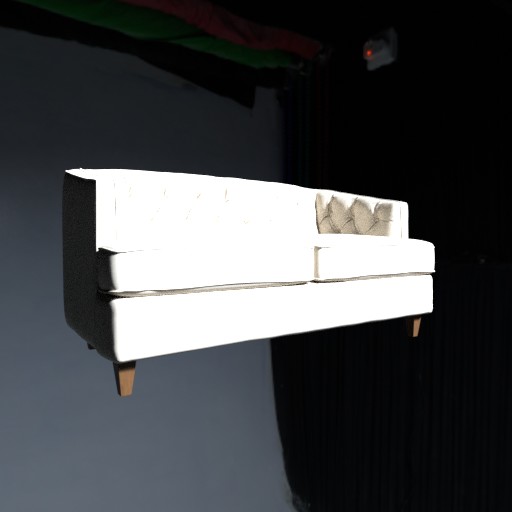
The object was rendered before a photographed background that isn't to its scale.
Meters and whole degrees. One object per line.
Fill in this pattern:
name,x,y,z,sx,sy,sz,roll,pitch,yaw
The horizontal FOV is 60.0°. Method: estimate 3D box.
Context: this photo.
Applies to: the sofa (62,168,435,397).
sofa,0.000,0.000,2.221,1.731,0.878,0.940,-2,3,-35
